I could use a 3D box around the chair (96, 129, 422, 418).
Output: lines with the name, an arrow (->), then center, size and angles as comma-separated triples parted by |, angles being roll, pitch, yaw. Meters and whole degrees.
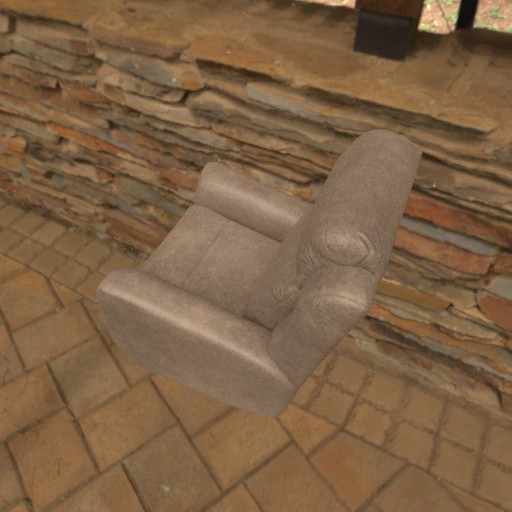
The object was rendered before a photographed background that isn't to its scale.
chair -> 0.000, 0.000, 1.921 | 1.068, 1.116, 0.967 | 18, 49, 16
